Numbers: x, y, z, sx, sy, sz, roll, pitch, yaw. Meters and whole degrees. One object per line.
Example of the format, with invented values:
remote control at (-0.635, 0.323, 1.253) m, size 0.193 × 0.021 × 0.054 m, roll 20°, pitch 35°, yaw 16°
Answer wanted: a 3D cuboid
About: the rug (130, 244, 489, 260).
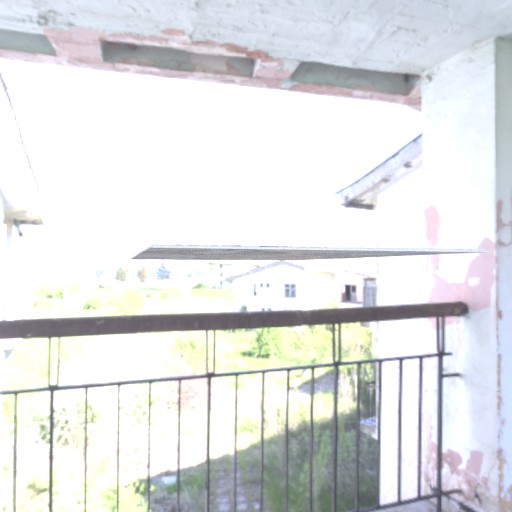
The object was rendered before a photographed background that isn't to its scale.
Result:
rug at (0.000, 0.000, 2.874) m, size 1.514 × 0.014 × 2.275 m, roll 0°, pitch -2°, yaw -18°
